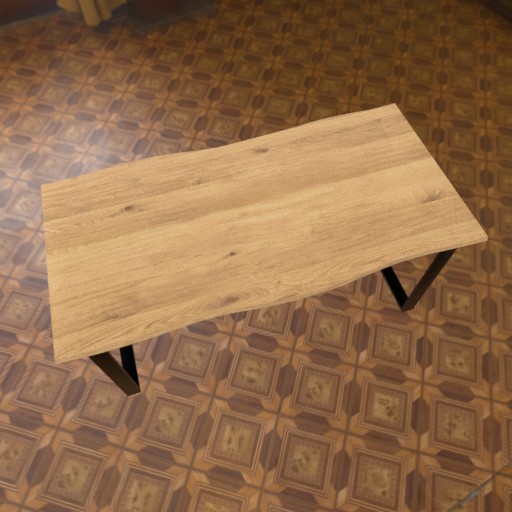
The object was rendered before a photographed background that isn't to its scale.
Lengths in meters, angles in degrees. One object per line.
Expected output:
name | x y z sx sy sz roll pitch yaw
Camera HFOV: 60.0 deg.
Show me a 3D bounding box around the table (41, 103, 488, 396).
table | 0.000 0.000 2.274 1.800 0.780 0.900 -15 60 -9
